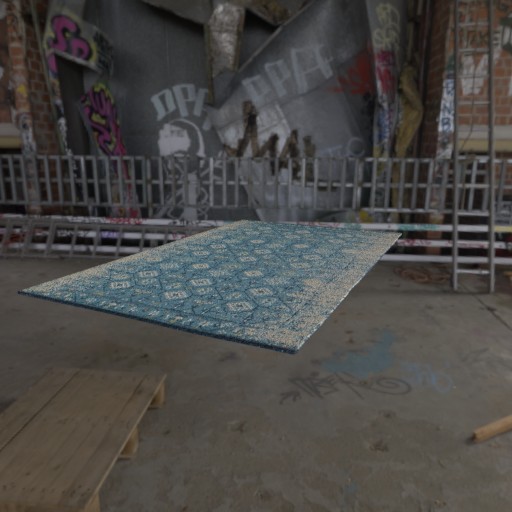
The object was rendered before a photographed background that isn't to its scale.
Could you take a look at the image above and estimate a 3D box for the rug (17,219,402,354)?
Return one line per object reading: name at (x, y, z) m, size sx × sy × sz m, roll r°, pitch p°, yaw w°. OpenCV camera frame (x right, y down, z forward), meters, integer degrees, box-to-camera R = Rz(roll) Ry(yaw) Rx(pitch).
rug at (0.000, 0.000, 2.982) m, size 1.530 × 0.015 × 2.449 m, roll 7°, pitch 16°, yaw 26°
